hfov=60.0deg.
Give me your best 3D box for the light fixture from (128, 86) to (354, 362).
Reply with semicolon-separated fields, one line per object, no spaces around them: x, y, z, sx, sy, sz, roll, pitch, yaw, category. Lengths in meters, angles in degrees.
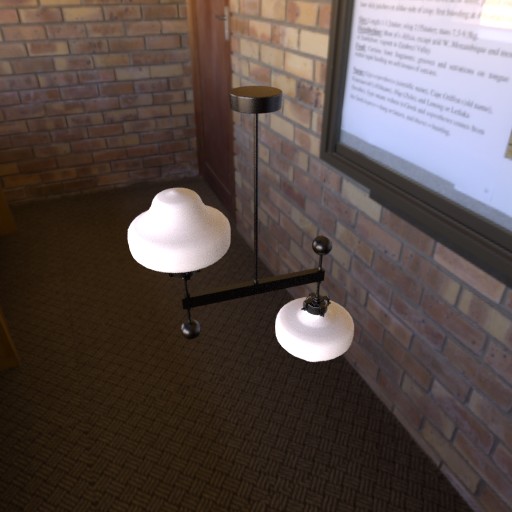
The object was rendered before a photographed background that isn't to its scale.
0.000;0.000;1.043;0.422;0.743;0.489;20;37;28;light fixture
